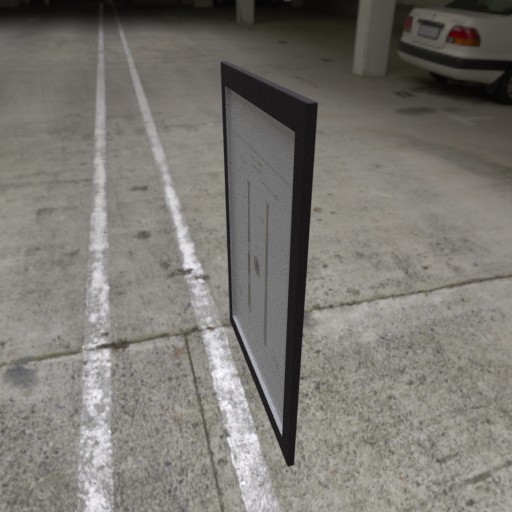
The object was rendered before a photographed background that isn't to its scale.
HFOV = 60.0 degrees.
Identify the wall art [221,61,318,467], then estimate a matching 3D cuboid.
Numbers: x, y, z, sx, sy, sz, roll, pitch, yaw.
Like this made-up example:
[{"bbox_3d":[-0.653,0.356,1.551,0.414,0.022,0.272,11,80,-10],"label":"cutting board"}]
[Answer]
[{"bbox_3d":[0.000,0.000,0.698,0.012,0.529,0.374,-8,30,-14],"label":"wall art"}]
